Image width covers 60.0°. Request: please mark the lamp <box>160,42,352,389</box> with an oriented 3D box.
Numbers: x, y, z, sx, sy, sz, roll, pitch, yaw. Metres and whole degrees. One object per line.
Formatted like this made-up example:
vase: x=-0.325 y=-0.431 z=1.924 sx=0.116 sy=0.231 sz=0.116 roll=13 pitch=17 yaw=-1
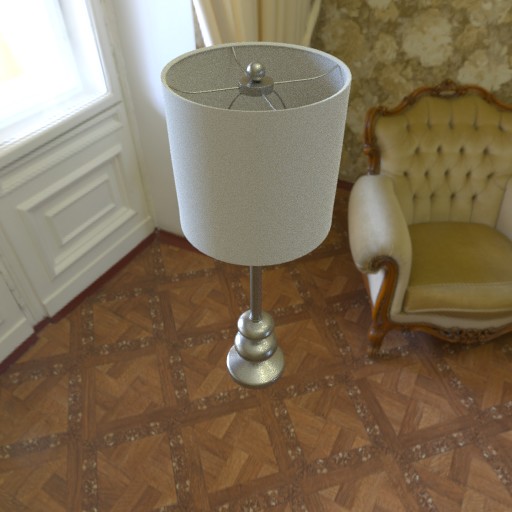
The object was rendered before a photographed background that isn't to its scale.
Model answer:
lamp: x=0.000 y=0.000 z=0.816 sx=0.254 sy=0.690 sz=0.254 roll=-12 pitch=43 yaw=-13
